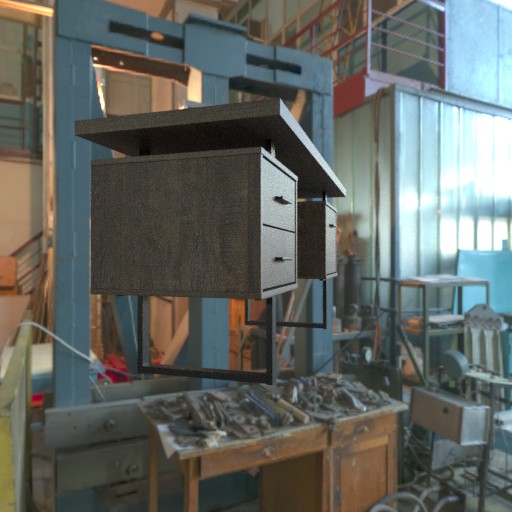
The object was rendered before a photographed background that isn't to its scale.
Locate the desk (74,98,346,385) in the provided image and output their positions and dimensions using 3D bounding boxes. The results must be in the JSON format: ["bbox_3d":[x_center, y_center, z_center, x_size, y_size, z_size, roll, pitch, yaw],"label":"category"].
[{"bbox_3d":[0.000,0.000,1.890,0.600,0.760,1.524,0,0,17],"label":"desk"}]
